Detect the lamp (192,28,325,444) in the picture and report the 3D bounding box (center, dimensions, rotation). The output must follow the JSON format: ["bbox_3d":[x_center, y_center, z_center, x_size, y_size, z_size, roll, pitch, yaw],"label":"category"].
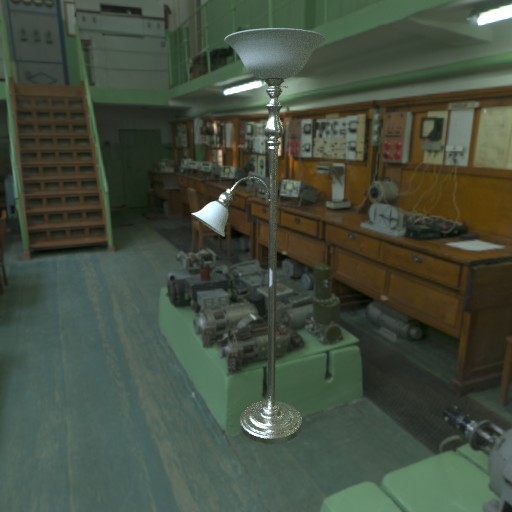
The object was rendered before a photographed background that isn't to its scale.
[{"bbox_3d":[0.000,0.000,1.985,0.575,1.785,0.405,-7,16,-25],"label":"lamp"}]
